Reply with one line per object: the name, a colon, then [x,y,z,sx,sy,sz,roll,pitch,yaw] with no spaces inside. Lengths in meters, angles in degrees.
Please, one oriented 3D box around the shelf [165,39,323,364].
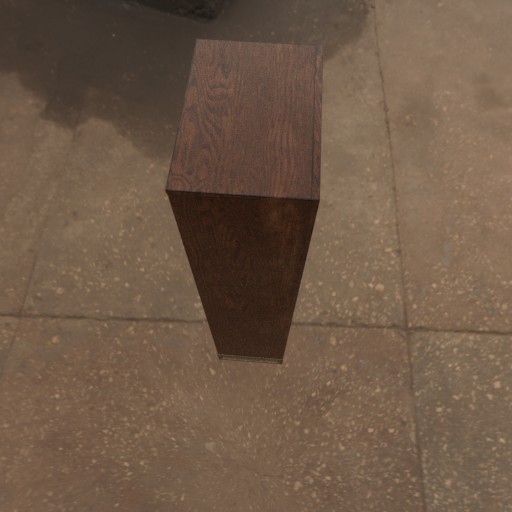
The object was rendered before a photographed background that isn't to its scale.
shelf: [0.000,0.000,1.949,0.395,1.732,0.539,4,64,2]
